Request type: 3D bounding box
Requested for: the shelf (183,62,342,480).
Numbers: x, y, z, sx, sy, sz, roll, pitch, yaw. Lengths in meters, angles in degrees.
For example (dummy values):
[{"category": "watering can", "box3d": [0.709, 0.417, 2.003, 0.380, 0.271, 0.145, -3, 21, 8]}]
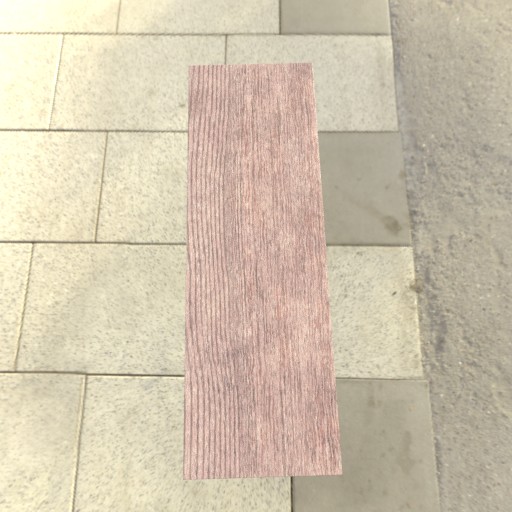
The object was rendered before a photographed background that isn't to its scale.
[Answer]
[{"category": "shelf", "box3d": [0.000, 0.000, 0.696, 0.200, 0.125, 0.610, -2, 75, 0]}]
